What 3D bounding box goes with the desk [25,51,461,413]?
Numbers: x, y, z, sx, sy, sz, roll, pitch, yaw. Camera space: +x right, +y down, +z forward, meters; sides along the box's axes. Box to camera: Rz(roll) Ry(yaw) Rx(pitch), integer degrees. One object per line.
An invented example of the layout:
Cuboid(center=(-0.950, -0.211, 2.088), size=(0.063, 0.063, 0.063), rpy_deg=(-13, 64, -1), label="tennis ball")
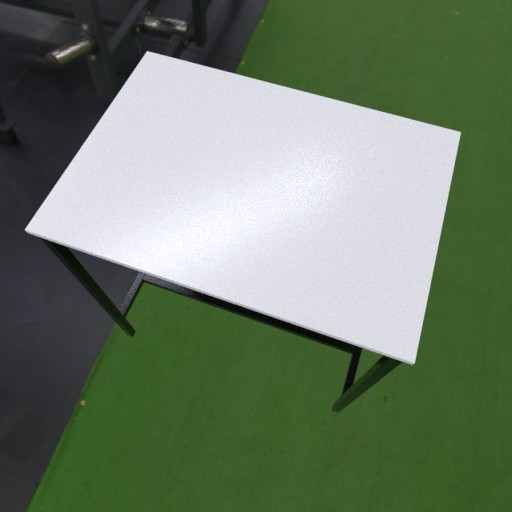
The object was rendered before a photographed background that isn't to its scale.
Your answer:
Cuboid(center=(0.000, 0.000, 1.318), size=(0.811, 0.766, 0.573), rpy_deg=(18, 65, 9), label="desk")
